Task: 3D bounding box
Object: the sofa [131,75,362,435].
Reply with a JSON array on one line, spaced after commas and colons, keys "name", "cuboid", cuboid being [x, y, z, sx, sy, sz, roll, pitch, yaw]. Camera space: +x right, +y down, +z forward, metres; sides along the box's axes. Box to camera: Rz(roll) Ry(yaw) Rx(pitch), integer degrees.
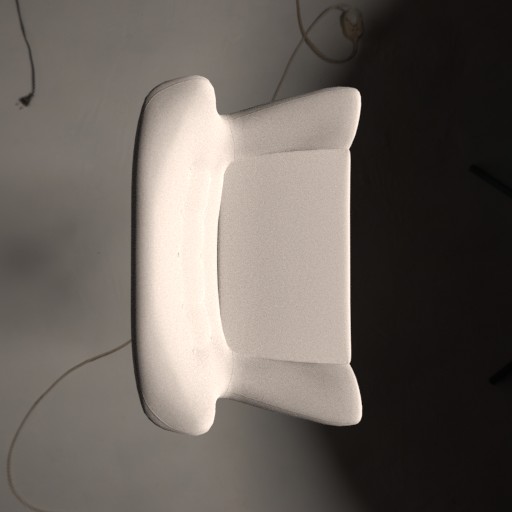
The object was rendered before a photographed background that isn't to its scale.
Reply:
[{"name": "sofa", "cuboid": [0.000, 0.000, 2.028, 0.921, 0.878, 1.424, 0, 89, 2]}]
